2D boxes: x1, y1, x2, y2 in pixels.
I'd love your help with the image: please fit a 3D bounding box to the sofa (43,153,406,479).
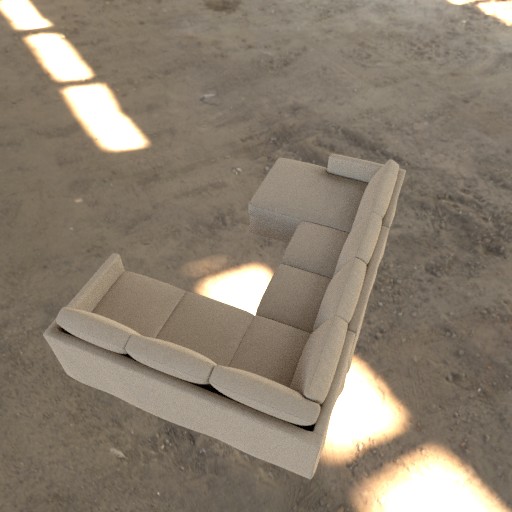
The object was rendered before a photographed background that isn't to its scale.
[{"bbox_3d":[0.000,0.000,4.639,2.476,0.878,3.528,17,49,15],"label":"sofa"}]
